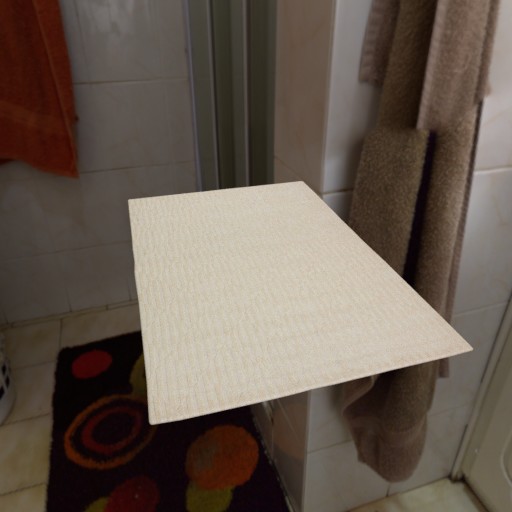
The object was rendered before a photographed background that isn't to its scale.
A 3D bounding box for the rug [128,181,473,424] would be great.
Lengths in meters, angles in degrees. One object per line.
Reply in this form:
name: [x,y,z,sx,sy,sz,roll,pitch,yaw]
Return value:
rug: [0.000,0.000,2.318,1.238,0.014,1.848,-8,32,-14]
